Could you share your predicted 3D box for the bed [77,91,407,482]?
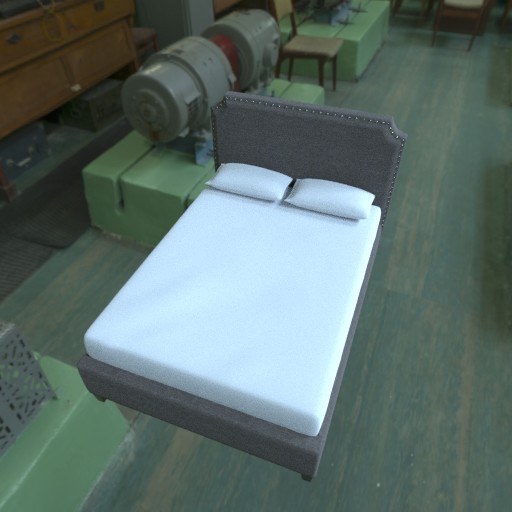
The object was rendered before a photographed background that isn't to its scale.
[{"bbox_3d":[0.000,0.000,3.378,1.713,1.457,2.381,14,44,15],"label":"bed"}]
